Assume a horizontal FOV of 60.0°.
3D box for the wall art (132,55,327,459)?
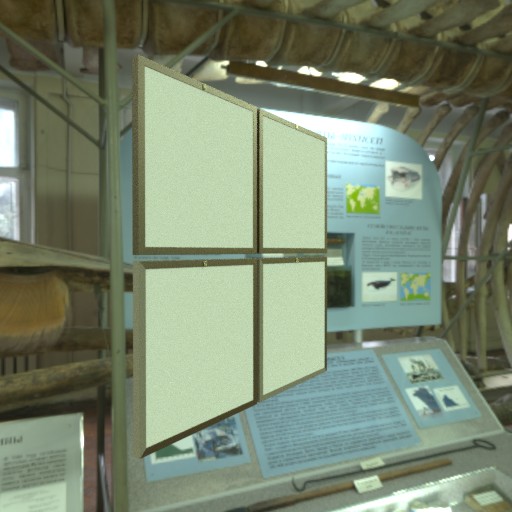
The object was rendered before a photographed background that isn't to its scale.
[{"bbox_3d":[0.000,0.000,1.550,0.030,1.032,1.032,0,1,36],"label":"wall art"}]
